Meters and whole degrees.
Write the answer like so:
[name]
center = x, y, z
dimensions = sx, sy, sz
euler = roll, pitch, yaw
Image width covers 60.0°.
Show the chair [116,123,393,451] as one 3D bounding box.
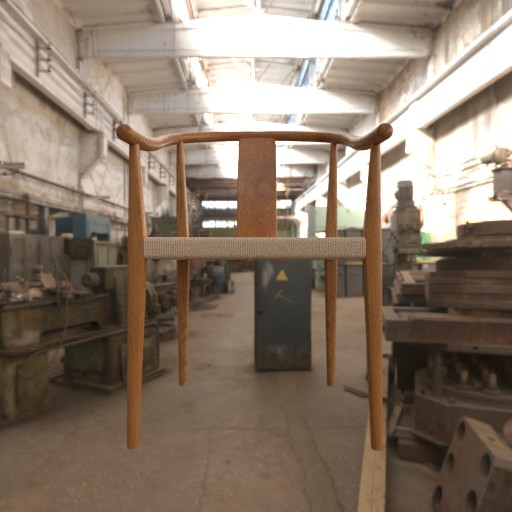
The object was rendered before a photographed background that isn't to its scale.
[chair]
center = 0.000, 0.000, 1.174
dimensions = 0.556, 0.800, 0.579
euler = 0, 1, 1
